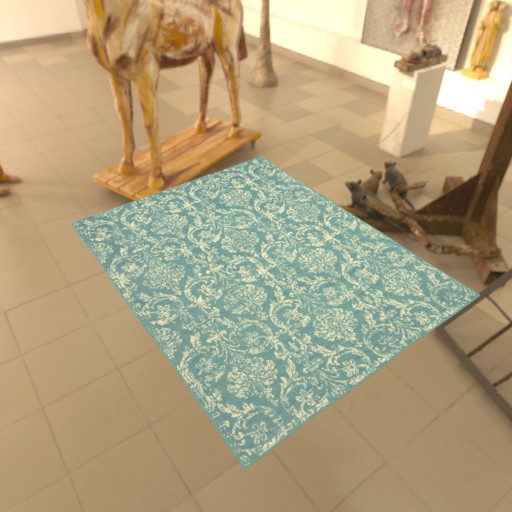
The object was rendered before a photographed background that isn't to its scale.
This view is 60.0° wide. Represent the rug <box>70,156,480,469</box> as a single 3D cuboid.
[{"bbox_3d":[0.000,0.000,4.000,2.363,0.012,2.980,-26,47,-27],"label":"rug"}]
